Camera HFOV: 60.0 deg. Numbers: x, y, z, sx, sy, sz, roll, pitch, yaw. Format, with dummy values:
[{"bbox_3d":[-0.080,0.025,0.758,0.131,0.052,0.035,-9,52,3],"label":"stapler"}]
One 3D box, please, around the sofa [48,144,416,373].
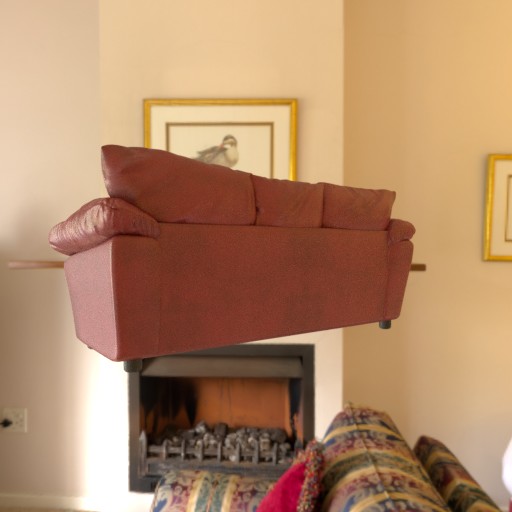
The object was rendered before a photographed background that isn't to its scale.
[{"bbox_3d":[0.000,0.000,2.913,2.390,1.091,0.907,-1,1,-36],"label":"sofa"}]
